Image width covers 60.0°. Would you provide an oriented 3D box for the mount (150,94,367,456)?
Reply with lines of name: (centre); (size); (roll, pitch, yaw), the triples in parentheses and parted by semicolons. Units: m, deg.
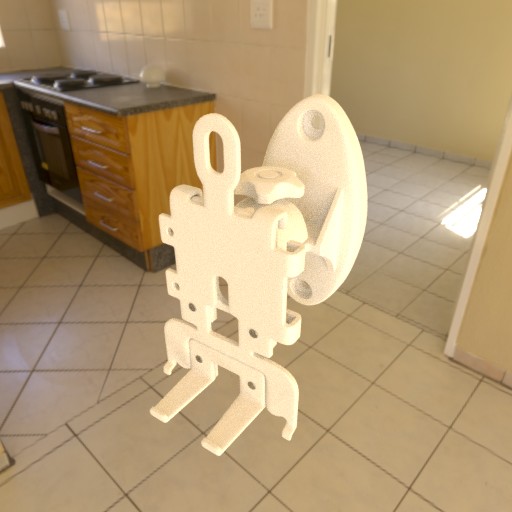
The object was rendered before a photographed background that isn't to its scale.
mount: (0.000, 0.000, 0.176); (0.066, 0.118, 0.100); (18, 35, 29)
